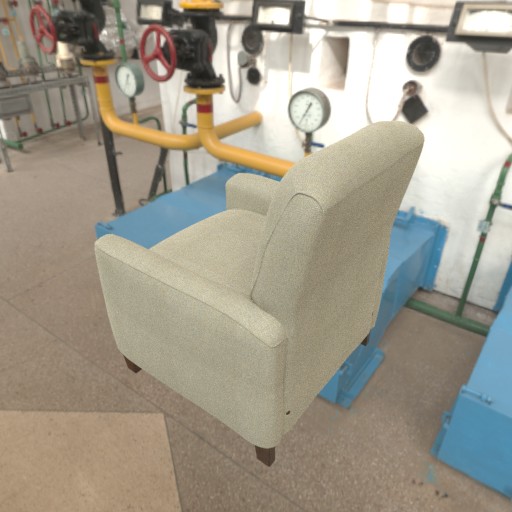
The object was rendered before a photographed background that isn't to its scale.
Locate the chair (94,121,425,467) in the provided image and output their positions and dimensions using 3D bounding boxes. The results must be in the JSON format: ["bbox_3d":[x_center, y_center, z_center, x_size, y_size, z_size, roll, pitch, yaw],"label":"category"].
[{"bbox_3d":[0.000,0.000,1.609,0.853,1.006,0.850,22,38,31],"label":"chair"}]
